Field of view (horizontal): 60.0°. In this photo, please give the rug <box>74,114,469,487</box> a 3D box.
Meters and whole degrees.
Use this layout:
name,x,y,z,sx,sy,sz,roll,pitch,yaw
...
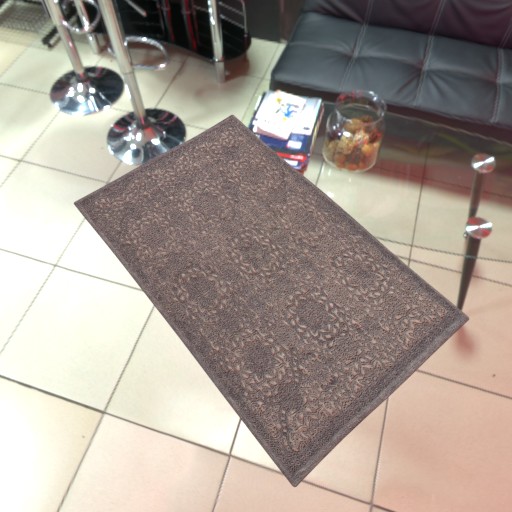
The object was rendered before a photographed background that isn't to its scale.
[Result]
name,x,y,z,sx,sy,sz,roll,pitch,yaw
rug,0.000,0.000,3.114,1.535,0.022,2.498,-35,65,-19
